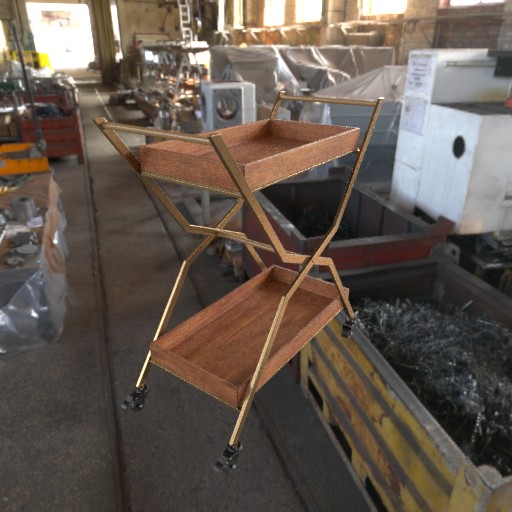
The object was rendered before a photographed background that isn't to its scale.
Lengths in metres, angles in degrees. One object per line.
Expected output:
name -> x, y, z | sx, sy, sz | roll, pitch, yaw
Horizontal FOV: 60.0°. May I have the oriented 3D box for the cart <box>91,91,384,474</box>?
cart -> 0.000, 0.000, 1.355 | 0.405, 0.869, 0.836 | 17, 31, 32
